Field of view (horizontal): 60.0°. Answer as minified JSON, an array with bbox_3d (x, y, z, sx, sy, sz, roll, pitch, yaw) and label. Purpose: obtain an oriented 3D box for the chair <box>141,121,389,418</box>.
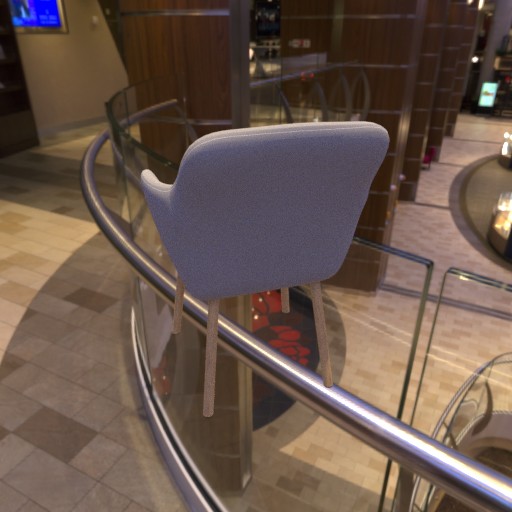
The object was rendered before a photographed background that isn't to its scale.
[{"bbox_3d":[0.000,0.000,1.263,0.570,0.830,0.590,-9,28,-16],"label":"chair"}]
